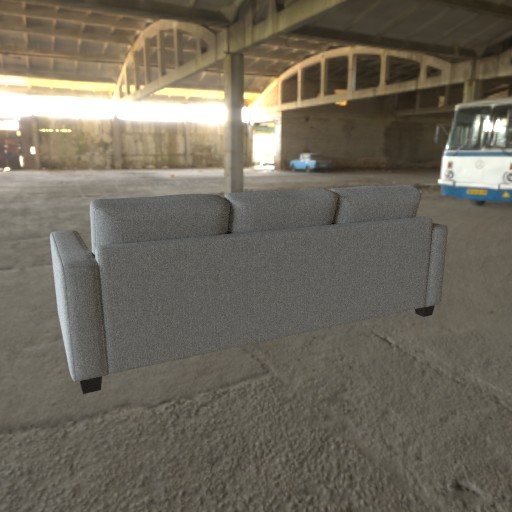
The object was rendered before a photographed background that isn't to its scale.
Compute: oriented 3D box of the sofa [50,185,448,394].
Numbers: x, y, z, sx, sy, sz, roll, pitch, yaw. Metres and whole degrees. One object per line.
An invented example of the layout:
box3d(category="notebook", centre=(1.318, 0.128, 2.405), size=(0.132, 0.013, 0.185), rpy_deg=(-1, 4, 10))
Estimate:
box3d(category="sofa", centre=(0.000, 0.000, 2.568), size=(2.120, 0.800, 0.900), rpy_deg=(-7, 15, -26))
